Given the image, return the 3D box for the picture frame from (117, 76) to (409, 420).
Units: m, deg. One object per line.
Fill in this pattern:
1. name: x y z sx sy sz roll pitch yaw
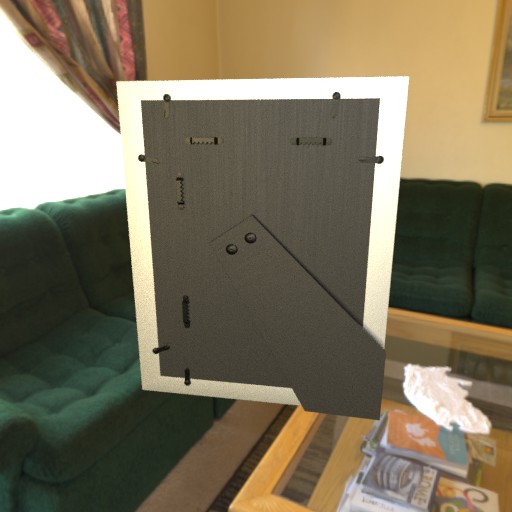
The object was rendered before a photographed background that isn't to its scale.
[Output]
1. picture frame: 0.000 0.000 0.518 0.307 0.386 0.036 3 17 9
